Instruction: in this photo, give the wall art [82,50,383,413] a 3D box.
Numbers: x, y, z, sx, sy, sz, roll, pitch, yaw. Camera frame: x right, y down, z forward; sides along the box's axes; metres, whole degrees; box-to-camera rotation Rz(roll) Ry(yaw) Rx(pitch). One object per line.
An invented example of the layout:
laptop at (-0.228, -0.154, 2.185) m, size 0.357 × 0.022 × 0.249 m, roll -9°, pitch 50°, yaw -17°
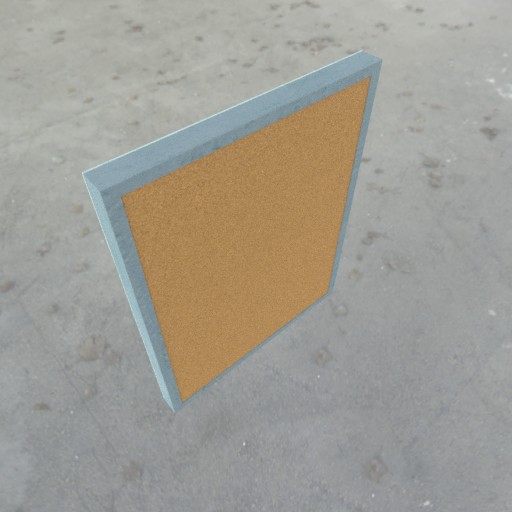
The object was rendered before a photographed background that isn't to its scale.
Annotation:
wall art at (0.000, 0.000, 0.693) m, size 0.409 × 0.509 × 0.037 m, roll -33°, pitch 56°, yaw -26°
